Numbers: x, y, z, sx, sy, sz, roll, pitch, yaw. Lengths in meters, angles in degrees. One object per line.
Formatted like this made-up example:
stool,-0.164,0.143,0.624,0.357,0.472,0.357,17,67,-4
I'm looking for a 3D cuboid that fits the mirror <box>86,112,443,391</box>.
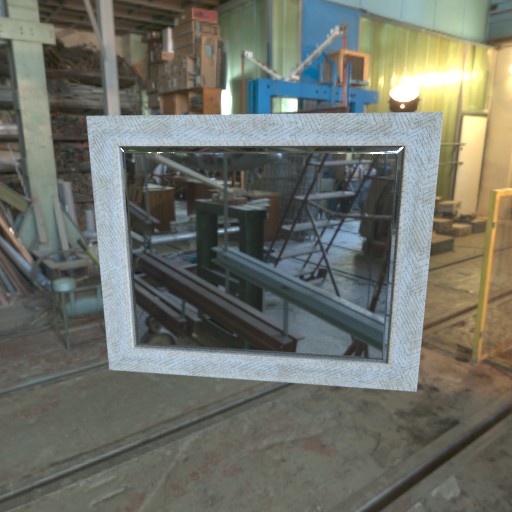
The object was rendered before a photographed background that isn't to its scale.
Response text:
mirror,0.000,0.000,1.127,0.839,0.689,0.028,2,14,8
